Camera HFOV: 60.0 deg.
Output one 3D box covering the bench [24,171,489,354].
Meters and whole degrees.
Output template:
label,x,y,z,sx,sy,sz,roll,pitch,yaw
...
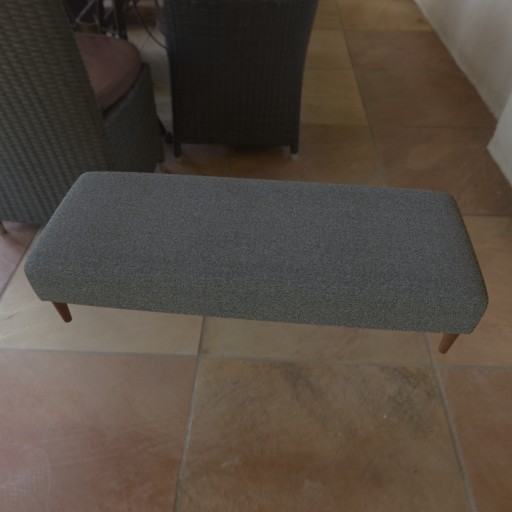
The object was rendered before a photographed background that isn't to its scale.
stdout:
label,x,y,z,sx,sy,sz,roll,pitch,yaw
bench,0.000,0.000,1.809,1.598,0.384,0.631,4,45,4
